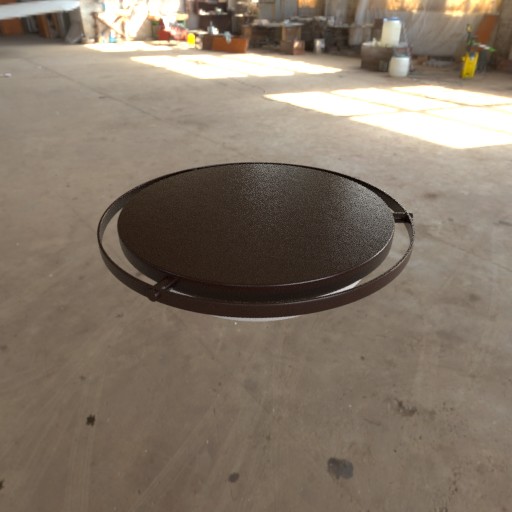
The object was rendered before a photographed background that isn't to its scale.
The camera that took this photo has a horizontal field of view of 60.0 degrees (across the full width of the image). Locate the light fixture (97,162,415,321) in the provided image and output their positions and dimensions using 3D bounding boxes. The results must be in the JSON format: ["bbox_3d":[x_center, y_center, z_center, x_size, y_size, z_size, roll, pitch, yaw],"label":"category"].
[{"bbox_3d":[0.000,0.000,0.556,0.361,0.130,0.361,0,31,0],"label":"light fixture"}]
